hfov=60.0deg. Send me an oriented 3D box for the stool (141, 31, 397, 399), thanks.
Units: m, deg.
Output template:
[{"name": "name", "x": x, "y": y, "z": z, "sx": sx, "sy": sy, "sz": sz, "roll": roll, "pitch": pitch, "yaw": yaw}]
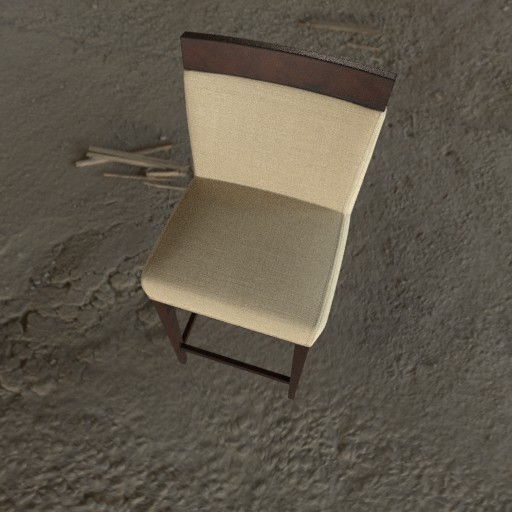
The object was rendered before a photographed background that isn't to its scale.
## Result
[{"name": "stool", "x": 0.000, "y": 0.000, "z": 1.386, "sx": 0.511, "sy": 1.117, "sz": 0.531, "roll": 16, "pitch": 61, "yaw": 9}]
